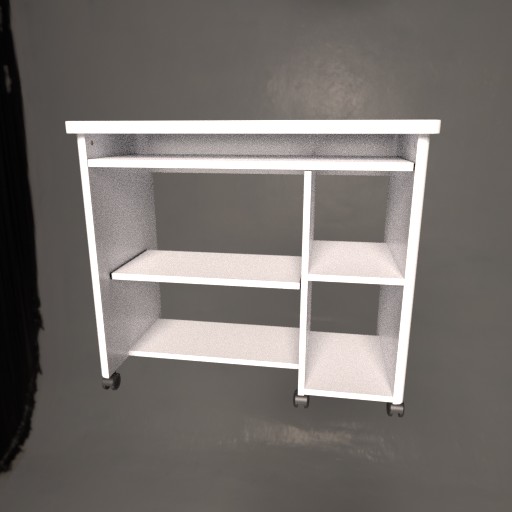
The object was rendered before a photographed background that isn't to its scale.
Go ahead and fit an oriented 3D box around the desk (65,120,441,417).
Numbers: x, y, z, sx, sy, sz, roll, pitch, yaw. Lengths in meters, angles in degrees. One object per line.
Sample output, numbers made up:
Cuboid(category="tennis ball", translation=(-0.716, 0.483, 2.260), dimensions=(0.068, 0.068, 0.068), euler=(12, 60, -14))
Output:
Cuboid(category="desk", translation=(0.000, 0.000, 1.322), dimensions=(0.877, 0.763, 0.475), euler=(2, 16, 9))
